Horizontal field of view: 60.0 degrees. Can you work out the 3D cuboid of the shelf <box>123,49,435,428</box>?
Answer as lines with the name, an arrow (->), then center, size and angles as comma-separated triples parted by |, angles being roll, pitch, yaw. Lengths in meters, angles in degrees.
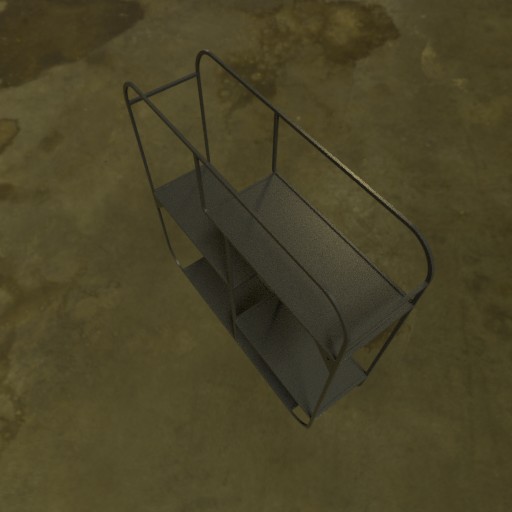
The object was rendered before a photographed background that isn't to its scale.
shelf -> 0.000, 0.000, 0.914 | 0.160, 0.600, 0.600 | -32, 62, -19
